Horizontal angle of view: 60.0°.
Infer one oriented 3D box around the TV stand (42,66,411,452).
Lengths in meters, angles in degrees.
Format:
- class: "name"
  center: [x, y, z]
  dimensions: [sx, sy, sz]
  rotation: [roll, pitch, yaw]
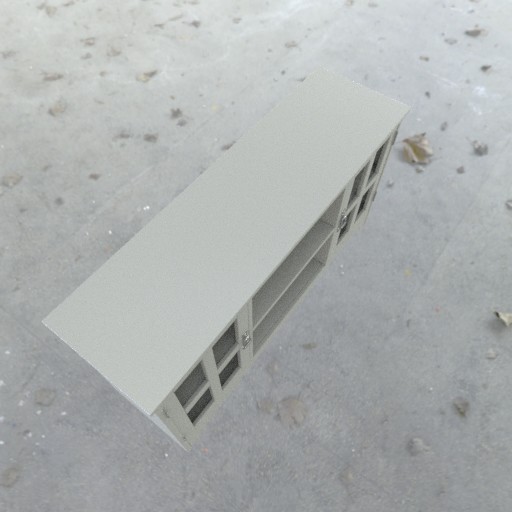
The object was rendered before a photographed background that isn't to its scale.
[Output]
- class: "TV stand"
  center: [0.000, 0.000, 1.455]
  dimensions: [0.344, 0.603, 1.167]
  rotation: [33, 64, 19]
